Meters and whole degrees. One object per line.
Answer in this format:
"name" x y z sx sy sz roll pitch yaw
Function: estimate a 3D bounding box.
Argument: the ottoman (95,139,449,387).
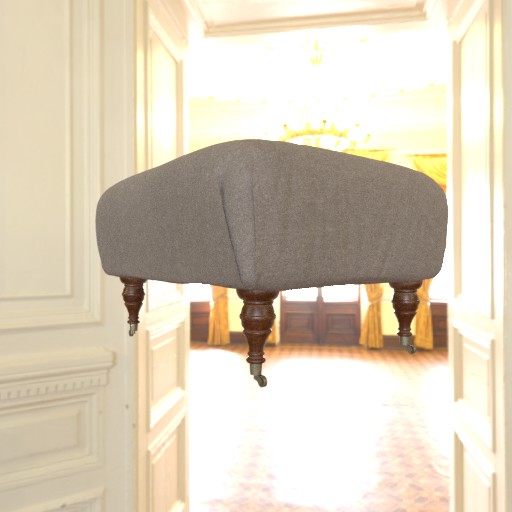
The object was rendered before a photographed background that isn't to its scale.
"ottoman" 0.000 0.000 1.122 0.622 0.450 0.747 0 0 -37
